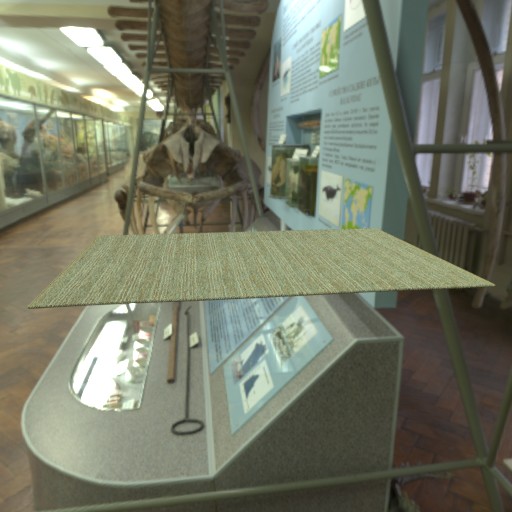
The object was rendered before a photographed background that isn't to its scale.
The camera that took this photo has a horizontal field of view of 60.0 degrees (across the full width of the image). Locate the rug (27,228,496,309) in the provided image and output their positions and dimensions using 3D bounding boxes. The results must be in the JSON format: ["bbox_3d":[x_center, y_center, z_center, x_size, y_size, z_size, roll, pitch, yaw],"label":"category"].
[{"bbox_3d":[0.000,0.000,2.296,1.824,0.010,1.240,-2,15,-8],"label":"rug"}]
